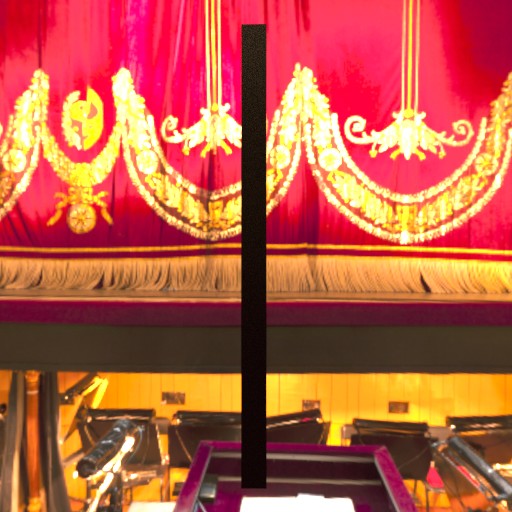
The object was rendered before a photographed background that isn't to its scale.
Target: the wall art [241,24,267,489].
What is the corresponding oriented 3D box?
[{"bbox_3d":[0.000,0.000,0.763,0.031,0.558,0.461,0,0,1],"label":"wall art"}]
